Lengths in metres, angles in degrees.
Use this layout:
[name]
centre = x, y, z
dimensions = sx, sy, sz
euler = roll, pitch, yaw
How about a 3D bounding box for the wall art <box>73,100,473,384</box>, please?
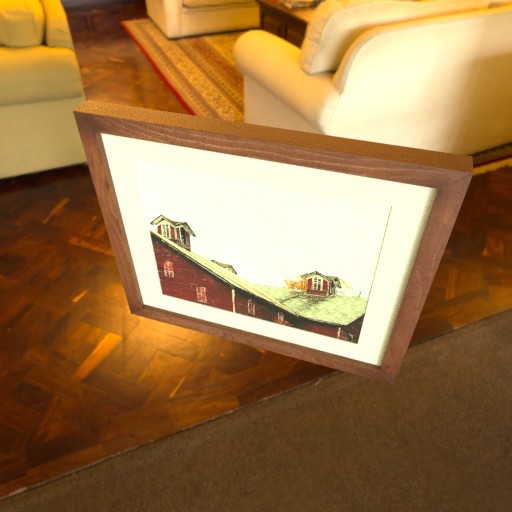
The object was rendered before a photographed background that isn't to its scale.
[wall art]
centre = 0.000, 0.000, 0.545
dimensions = 0.401, 0.328, 0.030
euler = 12, 43, 13
